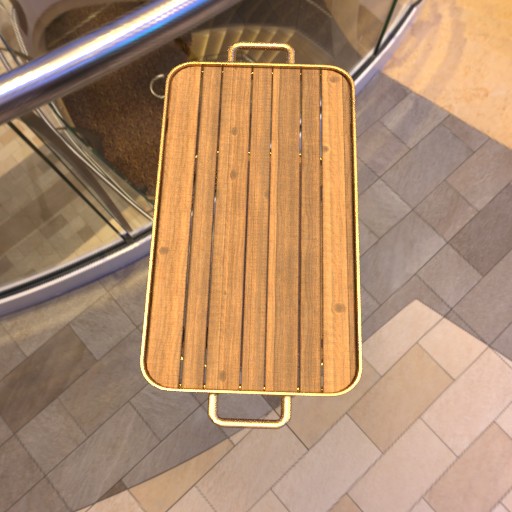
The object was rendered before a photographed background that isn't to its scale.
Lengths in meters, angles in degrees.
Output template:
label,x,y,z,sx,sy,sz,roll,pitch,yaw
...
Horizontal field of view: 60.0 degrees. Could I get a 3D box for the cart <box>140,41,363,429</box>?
label,x,y,z,sx,sy,sz,roll,pitch,yaw
cart,0.000,0.000,1.219,0.524,0.700,0.806,2,76,0
